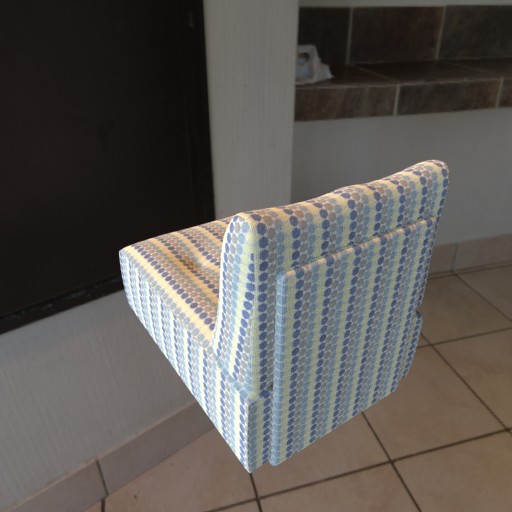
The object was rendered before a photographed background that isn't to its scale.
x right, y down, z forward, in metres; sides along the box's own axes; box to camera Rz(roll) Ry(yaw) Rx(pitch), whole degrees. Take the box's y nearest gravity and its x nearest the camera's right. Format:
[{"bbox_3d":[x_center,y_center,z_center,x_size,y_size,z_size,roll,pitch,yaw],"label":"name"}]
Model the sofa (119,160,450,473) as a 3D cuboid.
[{"bbox_3d":[0.000,0.000,1.578,0.700,0.820,1.000,-19,35,-29],"label":"sofa"}]
